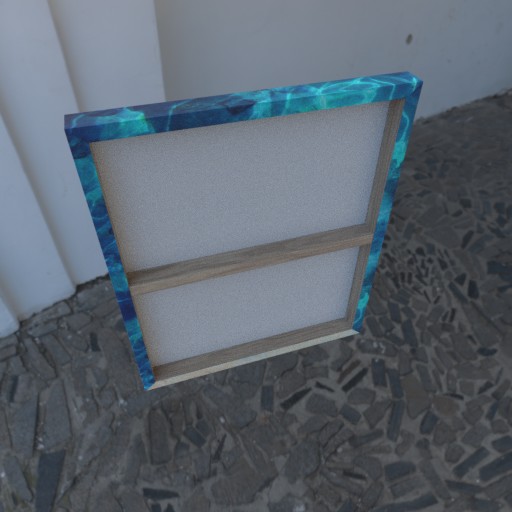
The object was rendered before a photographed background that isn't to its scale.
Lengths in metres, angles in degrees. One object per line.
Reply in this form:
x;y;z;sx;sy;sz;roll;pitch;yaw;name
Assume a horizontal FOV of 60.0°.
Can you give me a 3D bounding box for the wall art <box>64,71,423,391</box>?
0.000;0.000;0.694;0.432;0.508;0.038;-12;44;-13;wall art
